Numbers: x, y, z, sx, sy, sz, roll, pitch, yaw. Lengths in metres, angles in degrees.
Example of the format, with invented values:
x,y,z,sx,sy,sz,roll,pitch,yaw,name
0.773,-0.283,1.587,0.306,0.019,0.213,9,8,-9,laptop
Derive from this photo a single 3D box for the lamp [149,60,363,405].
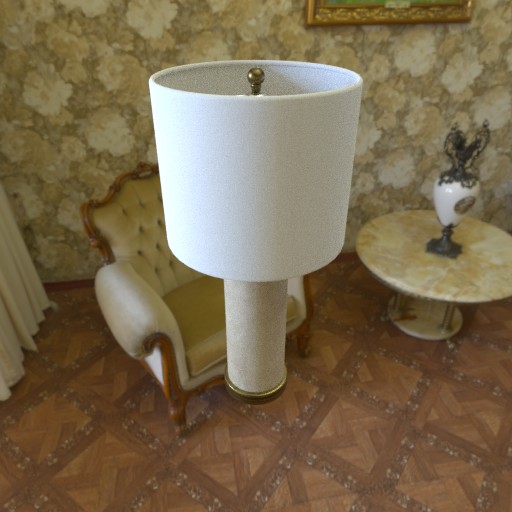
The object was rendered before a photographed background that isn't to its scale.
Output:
x,y,z,sx,sy,sz,roll,pitch,yaw,name
0.000,0.000,0.802,0.305,0.634,0.305,20,36,29,lamp
